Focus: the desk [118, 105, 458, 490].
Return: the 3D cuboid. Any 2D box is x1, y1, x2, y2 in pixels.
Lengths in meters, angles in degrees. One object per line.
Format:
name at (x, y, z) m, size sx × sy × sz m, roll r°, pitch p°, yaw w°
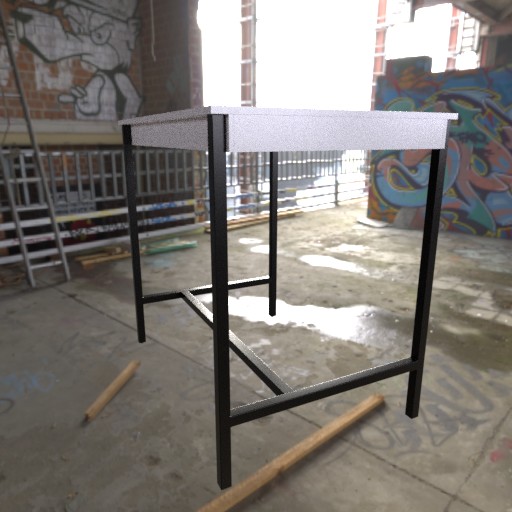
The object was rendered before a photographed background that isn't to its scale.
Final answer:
desk at (0.000, 0.000, 1.285) m, size 0.573 × 0.766 × 0.811 m, roll -7°, pitch 17°, yaw -26°
